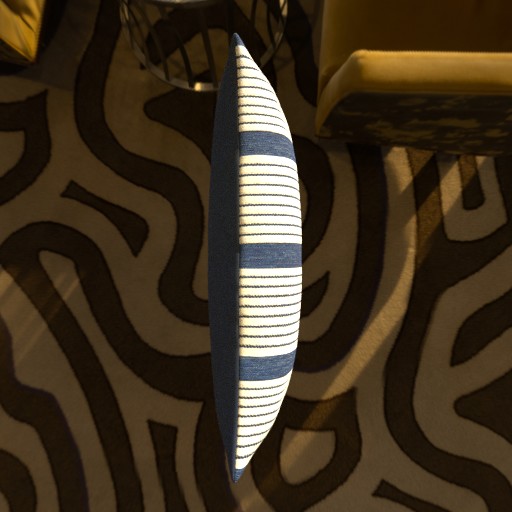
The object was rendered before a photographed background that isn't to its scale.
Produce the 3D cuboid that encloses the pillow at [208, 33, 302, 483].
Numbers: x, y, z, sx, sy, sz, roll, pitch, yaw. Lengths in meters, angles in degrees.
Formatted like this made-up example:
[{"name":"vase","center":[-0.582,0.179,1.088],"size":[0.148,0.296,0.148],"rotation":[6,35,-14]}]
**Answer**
[{"name":"pillow","center":[0.000,0.000,0.738],"size":[0.156,0.292,0.608],"rotation":[0,89,-1]}]
